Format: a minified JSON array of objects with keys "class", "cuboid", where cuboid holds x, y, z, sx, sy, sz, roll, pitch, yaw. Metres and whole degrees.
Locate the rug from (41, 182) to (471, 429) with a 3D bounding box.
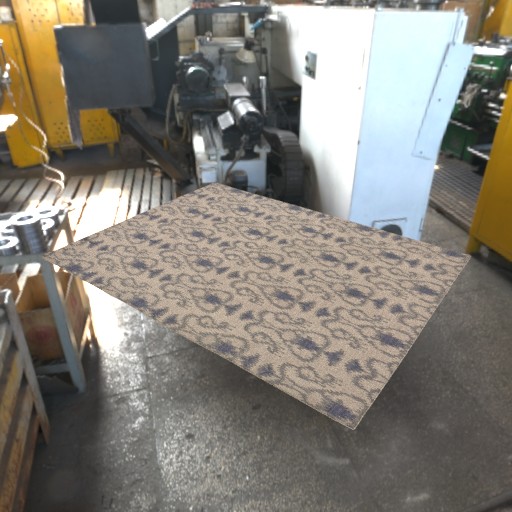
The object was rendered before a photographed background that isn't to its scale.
[{"class":"rug","cuboid":[0.000,0.000,4.128,3.205,0.015,2.437,21,36,31]}]
